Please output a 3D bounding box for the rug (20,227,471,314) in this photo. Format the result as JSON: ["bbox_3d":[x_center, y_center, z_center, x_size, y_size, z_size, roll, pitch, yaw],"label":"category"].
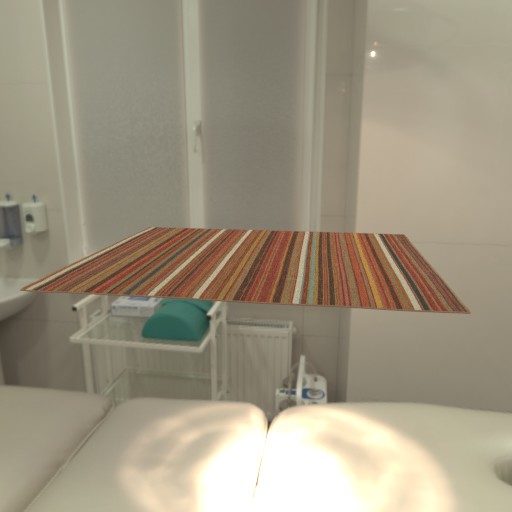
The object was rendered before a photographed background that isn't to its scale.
[{"bbox_3d":[0.000,0.000,4.147,3.092,0.023,2.479,2,15,9],"label":"rug"}]
